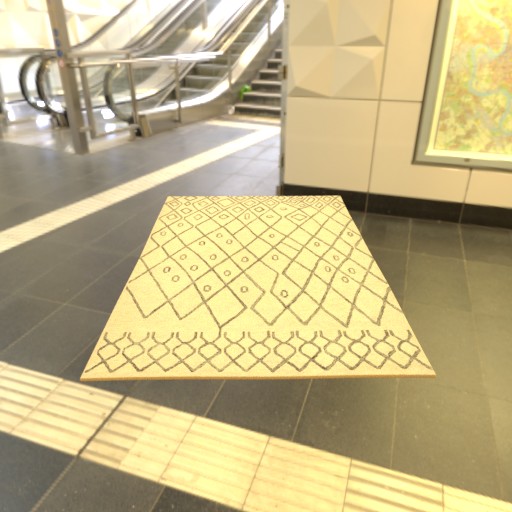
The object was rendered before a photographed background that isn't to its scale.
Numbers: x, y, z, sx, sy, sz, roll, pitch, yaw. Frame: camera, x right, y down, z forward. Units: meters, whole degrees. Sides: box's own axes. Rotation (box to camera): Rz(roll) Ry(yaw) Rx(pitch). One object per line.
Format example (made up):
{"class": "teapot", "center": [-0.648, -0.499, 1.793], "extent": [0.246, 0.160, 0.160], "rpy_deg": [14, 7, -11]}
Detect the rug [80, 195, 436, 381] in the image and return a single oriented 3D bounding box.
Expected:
{"class": "rug", "center": [0.000, 0.000, 2.323], "extent": [1.222, 0.015, 1.828], "rpy_deg": [0, 27, -1]}
